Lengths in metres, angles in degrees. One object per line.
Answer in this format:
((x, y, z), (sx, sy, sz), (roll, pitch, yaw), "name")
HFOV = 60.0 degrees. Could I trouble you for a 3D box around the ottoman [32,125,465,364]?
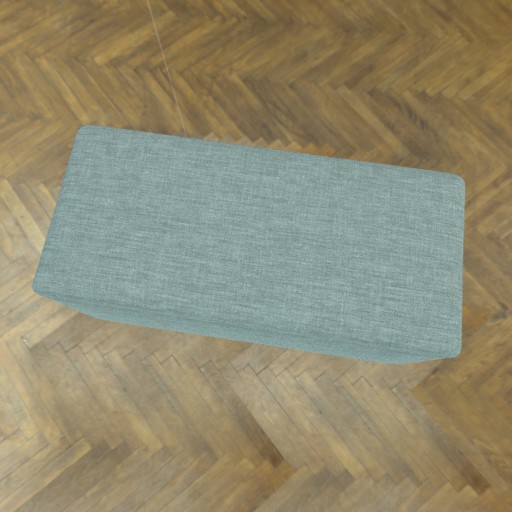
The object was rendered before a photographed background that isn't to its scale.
((0.000, 0.000, 1.125), (0.902, 0.432, 0.419), (8, 74, 2), "ottoman")
